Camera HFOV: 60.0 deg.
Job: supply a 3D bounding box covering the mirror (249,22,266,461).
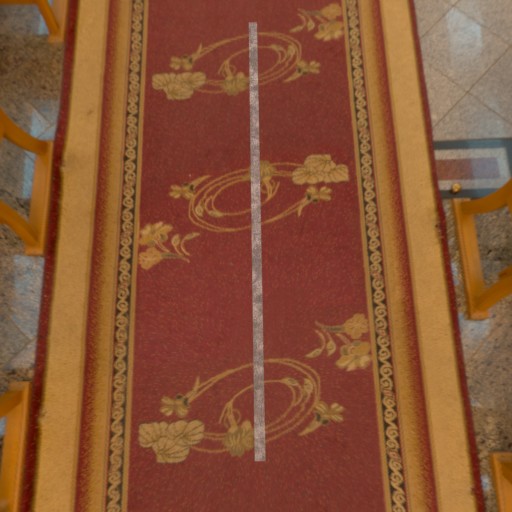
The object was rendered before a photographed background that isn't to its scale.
[{"bbox_3d":[0.000,0.000,1.443,0.022,0.795,1.101,-1,74,0],"label":"mirror"}]
